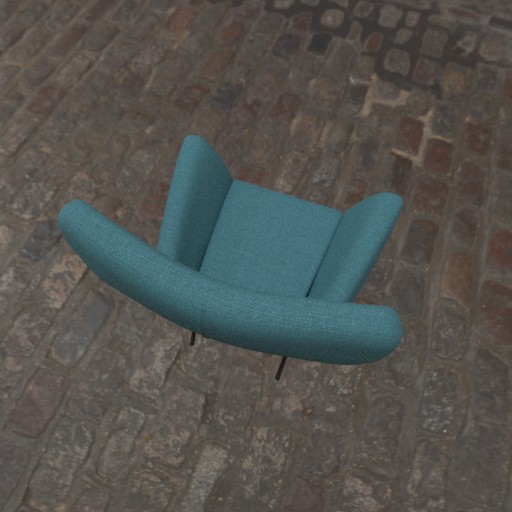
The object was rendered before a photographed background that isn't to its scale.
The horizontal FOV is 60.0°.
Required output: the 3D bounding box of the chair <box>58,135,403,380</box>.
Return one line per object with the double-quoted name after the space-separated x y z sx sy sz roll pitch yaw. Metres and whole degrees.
0.000 0.000 1.761 1.050 0.980 0.900 18 64 9 "chair"
